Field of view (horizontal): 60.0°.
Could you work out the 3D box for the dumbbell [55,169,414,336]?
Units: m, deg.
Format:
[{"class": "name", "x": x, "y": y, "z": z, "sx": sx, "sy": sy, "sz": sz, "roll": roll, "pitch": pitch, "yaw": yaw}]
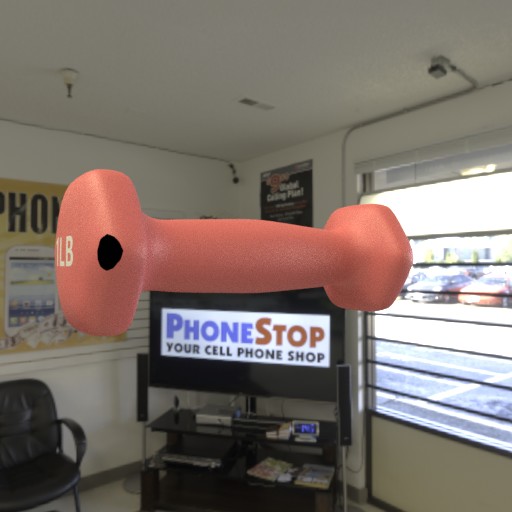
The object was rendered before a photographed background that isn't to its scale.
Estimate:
[{"class": "dumbbell", "x": 0.000, "y": 0.000, "z": 0.150, "sx": 0.123, "sy": 0.043, "sz": 0.047, "roll": 1, "pitch": -2, "yaw": -36}]
